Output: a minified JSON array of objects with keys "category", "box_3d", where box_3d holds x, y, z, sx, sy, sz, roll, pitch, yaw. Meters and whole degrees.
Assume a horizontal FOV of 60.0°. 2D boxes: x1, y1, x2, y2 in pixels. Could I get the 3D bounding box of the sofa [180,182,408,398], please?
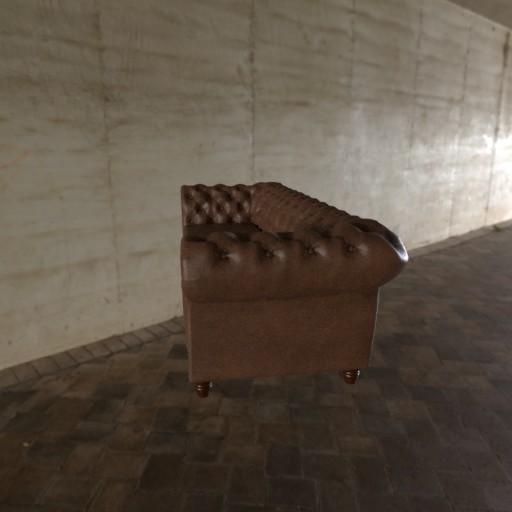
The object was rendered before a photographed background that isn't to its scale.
[{"category":"sofa","box_3d":[0.000,0.000,2.869,0.944,0.783,2.385,-2,15,-9]}]
